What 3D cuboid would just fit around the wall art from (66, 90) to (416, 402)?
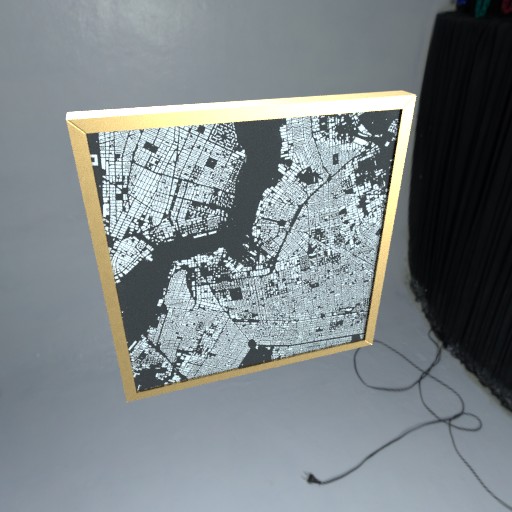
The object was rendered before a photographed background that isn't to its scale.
[{"bbox_3d":[0.000,0.000,1.928,1.284,1.284,0.095,-9,32,-15],"label":"wall art"}]
